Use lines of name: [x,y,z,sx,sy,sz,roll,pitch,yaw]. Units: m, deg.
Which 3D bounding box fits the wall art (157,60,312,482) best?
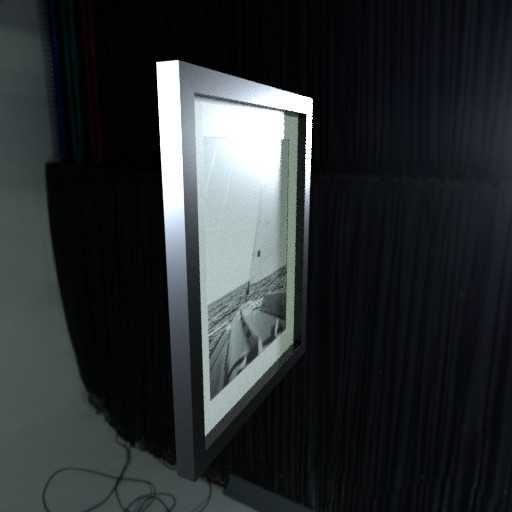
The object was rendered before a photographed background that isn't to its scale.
wall art: [0.000,0.000,0.772,0.031,0.558,0.461,7,15,25]
